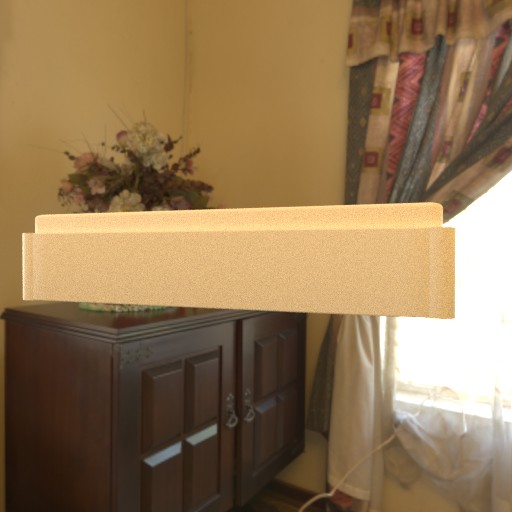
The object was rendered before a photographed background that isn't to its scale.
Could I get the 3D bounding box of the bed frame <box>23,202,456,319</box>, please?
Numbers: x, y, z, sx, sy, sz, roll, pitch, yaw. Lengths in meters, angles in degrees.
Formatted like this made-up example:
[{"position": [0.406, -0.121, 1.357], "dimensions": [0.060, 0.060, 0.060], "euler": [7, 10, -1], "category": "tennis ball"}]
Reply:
[{"position": [0.000, 0.000, 2.455], "dimensions": [1.900, 0.406, 1.400], "euler": [0, 1, 19], "category": "bed frame"}]
